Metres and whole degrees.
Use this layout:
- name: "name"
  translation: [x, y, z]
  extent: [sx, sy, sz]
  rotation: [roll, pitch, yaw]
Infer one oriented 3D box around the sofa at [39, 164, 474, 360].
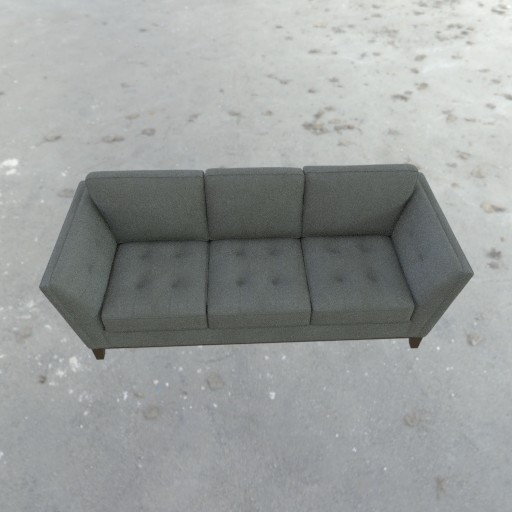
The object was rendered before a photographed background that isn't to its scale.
- name: "sofa"
  translation: [0.000, 0.000, 2.968]
  extent: [2.387, 0.940, 0.965]
  rotation: [-2, 47, -2]
